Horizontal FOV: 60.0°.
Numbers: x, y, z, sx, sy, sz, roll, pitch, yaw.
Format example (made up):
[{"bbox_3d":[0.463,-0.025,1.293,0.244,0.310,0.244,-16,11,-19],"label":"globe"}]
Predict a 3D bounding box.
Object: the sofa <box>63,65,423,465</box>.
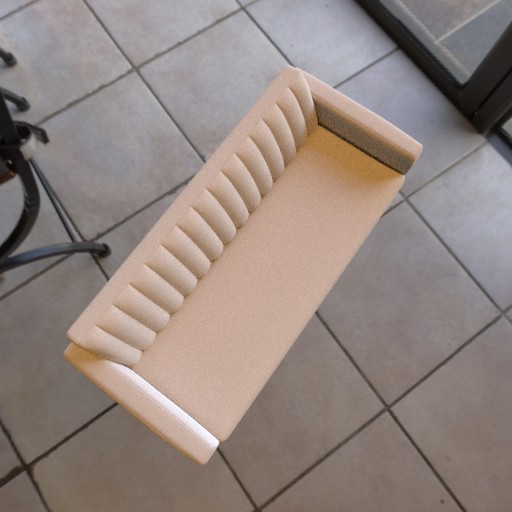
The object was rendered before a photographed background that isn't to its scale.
[{"bbox_3d":[0.000,0.000,2.768,0.990,0.821,2.291,35,78,8],"label":"sofa"}]
